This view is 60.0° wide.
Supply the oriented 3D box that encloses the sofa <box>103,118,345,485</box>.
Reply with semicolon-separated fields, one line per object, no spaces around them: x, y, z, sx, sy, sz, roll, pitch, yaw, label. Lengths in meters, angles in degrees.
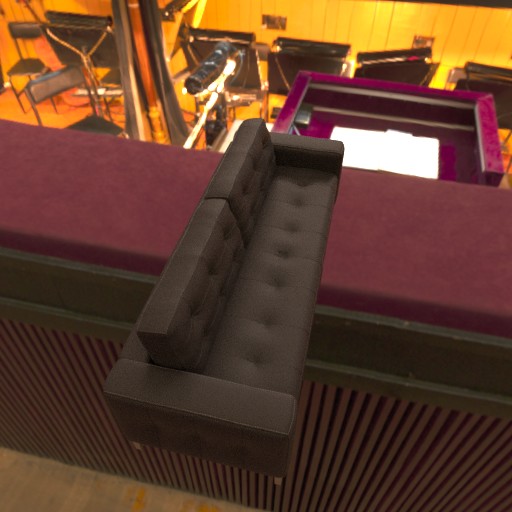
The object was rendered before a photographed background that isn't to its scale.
0.000;0.000;2.691;0.833;0.893;2.275;10;46;9;sofa
